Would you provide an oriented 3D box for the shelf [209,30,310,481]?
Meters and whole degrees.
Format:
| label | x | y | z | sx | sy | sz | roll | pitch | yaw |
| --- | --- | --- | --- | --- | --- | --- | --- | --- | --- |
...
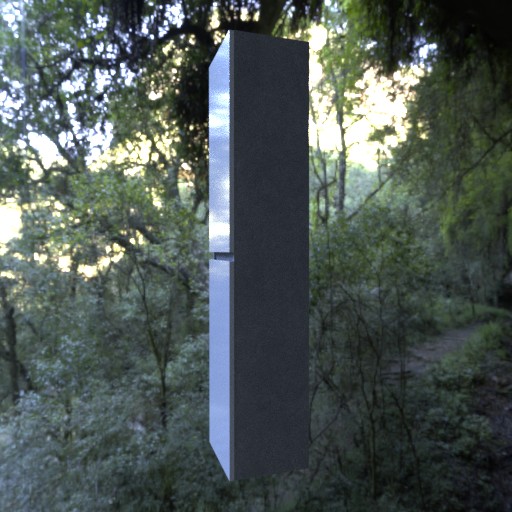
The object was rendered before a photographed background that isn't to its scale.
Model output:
| label | x | y | z | sx | sy | sz | roll | pitch | yaw |
| --- | --- | --- | --- | --- | --- | --- | --- | --- | --- |
| shelf | 0.000 | 0.000 | 1.557 | 0.270 | 1.400 | 0.300 | 0 | 1 | -18 |
